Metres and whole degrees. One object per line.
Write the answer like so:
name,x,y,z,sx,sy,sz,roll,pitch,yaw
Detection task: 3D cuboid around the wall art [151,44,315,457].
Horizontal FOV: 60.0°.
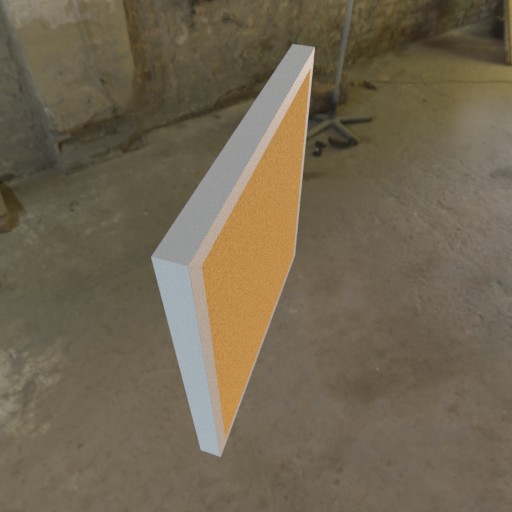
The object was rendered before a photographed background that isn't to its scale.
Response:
wall art,0.000,0.000,1.930,0.098,1.291,1.289,14,49,12
